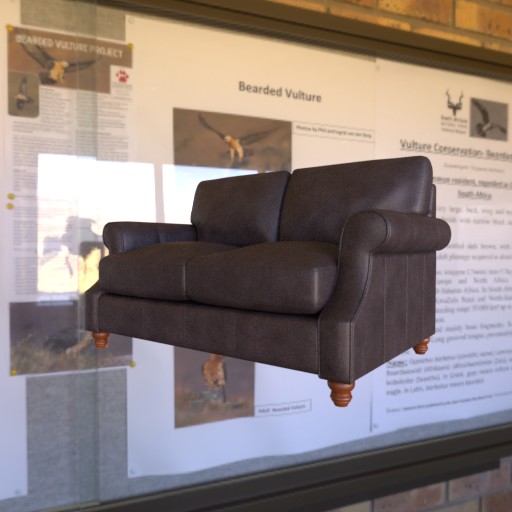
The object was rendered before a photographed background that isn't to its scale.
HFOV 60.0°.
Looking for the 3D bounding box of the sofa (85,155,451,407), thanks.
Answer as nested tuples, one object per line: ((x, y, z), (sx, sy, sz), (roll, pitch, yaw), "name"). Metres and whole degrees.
((0.000, 0.000, 2.281), (1.663, 0.979, 1.030), (1, 2, 37), "sofa")
